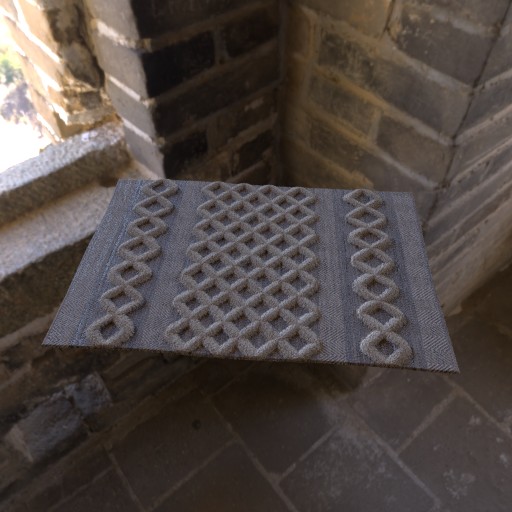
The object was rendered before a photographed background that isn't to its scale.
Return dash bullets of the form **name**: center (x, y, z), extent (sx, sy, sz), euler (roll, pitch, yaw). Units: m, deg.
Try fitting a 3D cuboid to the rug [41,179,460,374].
- **rug**: center (0.000, 0.000, 2.331), extent (1.823, 0.030, 1.222), euler (3, 47, 3)
